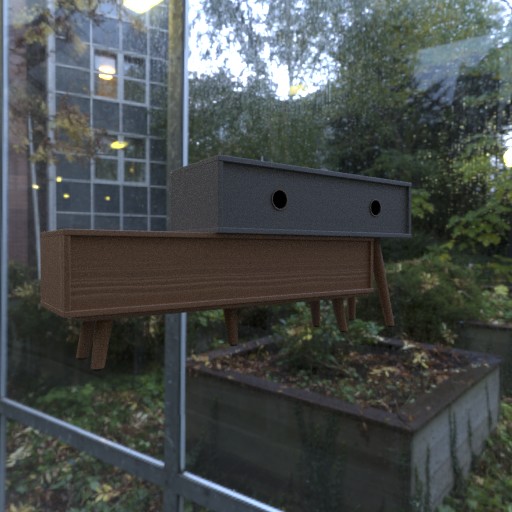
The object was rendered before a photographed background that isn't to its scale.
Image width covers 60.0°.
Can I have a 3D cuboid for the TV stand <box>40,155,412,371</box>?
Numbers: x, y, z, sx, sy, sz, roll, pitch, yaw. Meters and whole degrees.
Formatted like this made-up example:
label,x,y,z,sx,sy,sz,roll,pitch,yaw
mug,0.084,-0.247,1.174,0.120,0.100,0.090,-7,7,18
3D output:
label,x,y,z,sx,sy,sz,roll,pitch,yaw
TV stand,0.000,0.000,1.560,1.336,0.591,0.329,-1,1,-36
